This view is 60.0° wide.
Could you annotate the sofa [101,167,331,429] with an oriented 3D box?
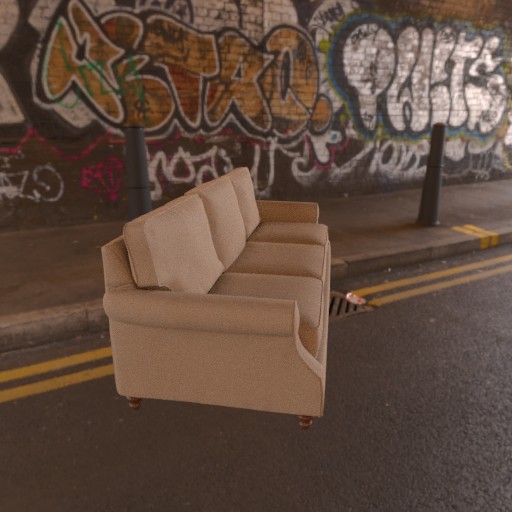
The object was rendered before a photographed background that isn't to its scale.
[{"bbox_3d":[0.000,0.000,2.877,0.966,0.948,2.354,3,17,9],"label":"sofa"}]
